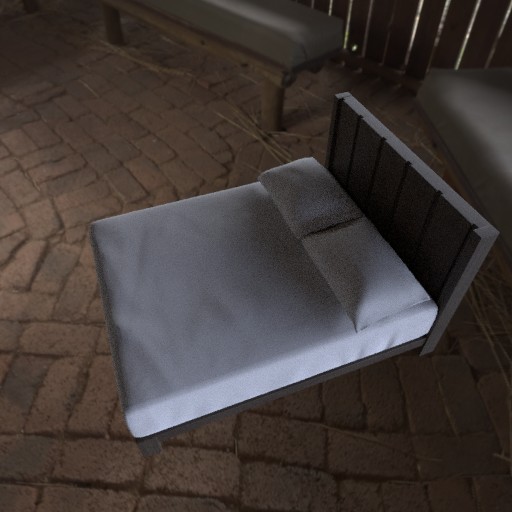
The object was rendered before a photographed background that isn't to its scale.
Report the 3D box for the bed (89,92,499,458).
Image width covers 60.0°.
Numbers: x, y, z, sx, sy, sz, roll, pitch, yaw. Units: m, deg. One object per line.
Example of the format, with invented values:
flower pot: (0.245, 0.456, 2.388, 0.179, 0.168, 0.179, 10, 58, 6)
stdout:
bed: (0.000, 0.000, 3.207, 2.242, 1.270, 1.727, -16, 49, -14)
